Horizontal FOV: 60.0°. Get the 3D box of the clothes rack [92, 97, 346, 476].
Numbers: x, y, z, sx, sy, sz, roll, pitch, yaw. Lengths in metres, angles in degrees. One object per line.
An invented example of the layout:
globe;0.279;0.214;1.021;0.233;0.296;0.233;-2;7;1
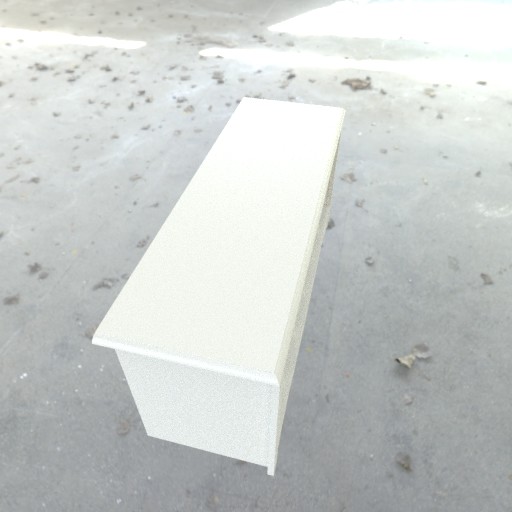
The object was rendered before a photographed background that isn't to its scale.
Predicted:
clothes rack;0.000;0.000;1.508;0.405;0.558;1.218;10;45;10
